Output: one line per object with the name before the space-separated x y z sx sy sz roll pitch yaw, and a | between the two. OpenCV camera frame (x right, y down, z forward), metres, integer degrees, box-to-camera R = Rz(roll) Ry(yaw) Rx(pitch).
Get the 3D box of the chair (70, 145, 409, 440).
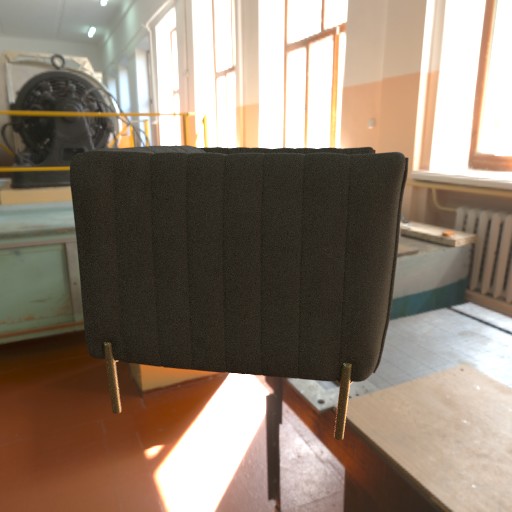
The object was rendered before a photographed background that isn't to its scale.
chair | 0.000 0.000 1.613 0.873 0.779 0.981 2 15 9
